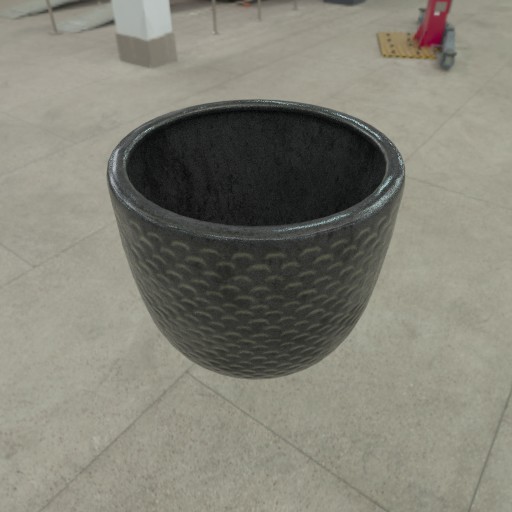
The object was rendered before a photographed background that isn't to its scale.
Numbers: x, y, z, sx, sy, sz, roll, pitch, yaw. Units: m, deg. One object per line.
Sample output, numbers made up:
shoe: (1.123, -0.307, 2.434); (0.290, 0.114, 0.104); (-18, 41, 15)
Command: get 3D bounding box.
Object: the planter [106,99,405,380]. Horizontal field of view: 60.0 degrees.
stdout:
planter: (0.000, 0.000, 0.310); (0.172, 0.160, 0.172); (0, 39, 0)
